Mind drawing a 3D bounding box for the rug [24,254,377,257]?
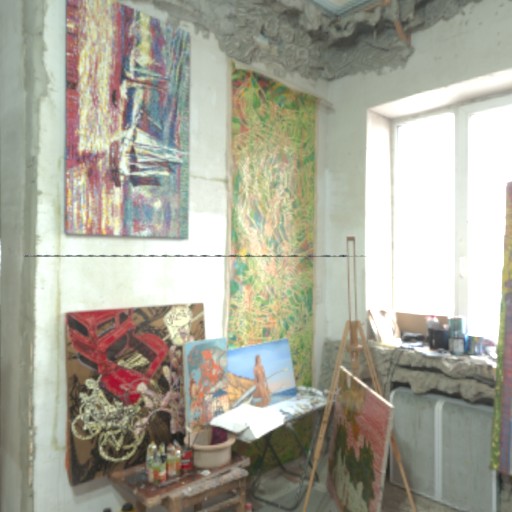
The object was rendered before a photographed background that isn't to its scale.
[{"bbox_3d":[0.000,0.000,2.531,1.248,0.009,2.108,0,0,18],"label":"rug"}]
